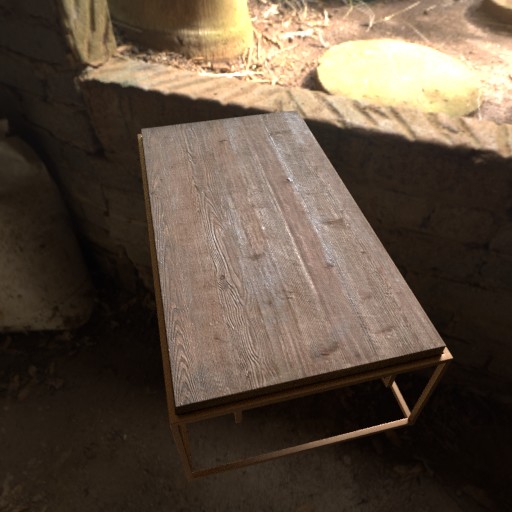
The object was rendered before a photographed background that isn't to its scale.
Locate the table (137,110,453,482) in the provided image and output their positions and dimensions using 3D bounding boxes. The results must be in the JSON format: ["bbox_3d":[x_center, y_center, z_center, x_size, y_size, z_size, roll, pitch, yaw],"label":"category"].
[{"bbox_3d":[0.000,0.000,1.759,0.775,0.468,1.387,-10,47,-10],"label":"table"}]
